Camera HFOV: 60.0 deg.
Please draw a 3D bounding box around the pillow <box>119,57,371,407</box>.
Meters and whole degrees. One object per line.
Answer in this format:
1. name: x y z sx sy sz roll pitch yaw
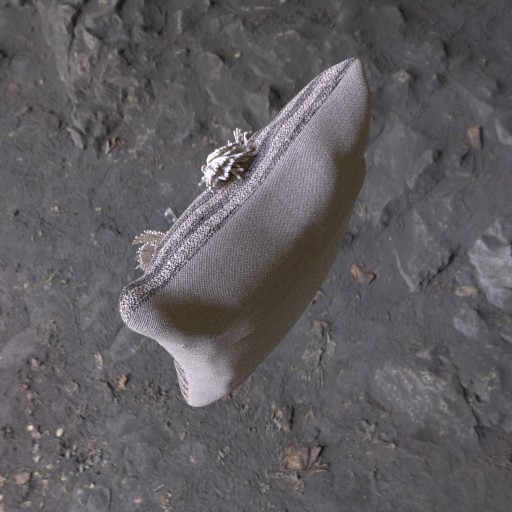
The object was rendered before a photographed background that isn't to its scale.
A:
1. pillow: 0.000 0.000 0.752 0.234 0.490 0.484 32 67 16
